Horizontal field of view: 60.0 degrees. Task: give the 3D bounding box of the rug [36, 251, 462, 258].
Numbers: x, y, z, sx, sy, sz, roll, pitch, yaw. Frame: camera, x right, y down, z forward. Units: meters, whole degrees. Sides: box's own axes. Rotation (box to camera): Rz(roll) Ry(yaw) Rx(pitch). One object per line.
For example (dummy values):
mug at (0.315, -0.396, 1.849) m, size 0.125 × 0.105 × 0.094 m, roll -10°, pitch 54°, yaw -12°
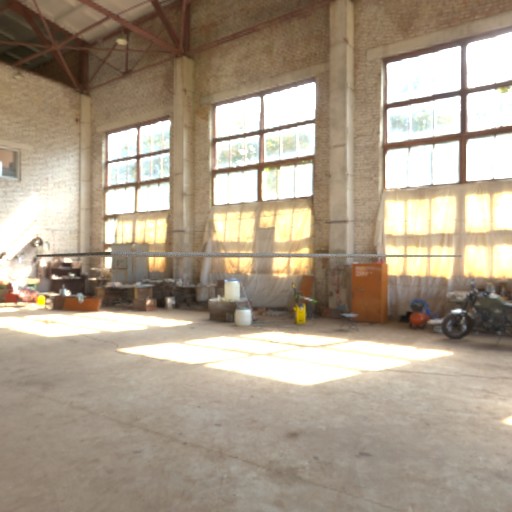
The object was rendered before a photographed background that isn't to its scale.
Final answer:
rug at (0.000, 0.000, 2.981) m, size 2.438 × 0.014 × 1.524 m, roll 0°, pitch -1°, yaw -36°
